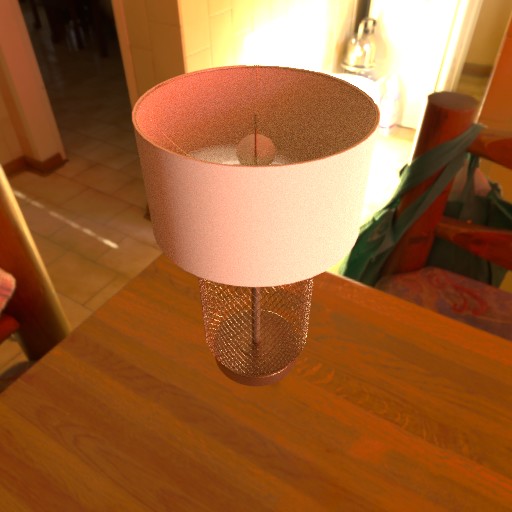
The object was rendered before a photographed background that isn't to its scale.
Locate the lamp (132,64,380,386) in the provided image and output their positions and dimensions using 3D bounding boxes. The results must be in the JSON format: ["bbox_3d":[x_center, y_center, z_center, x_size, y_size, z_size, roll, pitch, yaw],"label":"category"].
[{"bbox_3d":[0.000,0.000,0.830,0.353,0.578,0.353,0,41,0],"label":"lamp"}]
